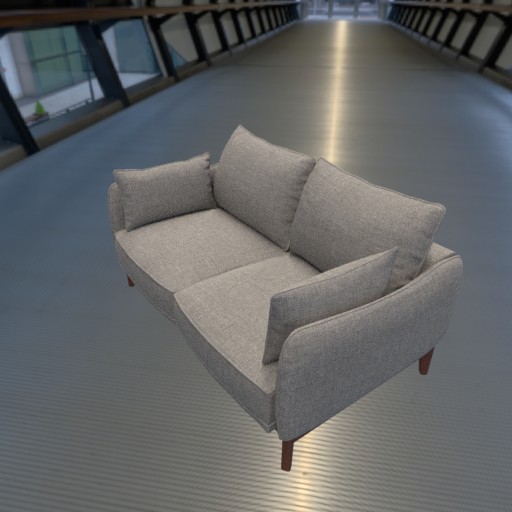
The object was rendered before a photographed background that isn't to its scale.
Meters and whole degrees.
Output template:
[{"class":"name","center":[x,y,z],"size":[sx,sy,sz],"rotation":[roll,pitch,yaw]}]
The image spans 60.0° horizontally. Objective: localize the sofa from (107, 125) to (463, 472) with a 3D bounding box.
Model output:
[{"class":"sofa","center":[0.000,0.000,2.123],"size":[0.972,0.851,1.580],"rotation":[-20,37,-30]}]
